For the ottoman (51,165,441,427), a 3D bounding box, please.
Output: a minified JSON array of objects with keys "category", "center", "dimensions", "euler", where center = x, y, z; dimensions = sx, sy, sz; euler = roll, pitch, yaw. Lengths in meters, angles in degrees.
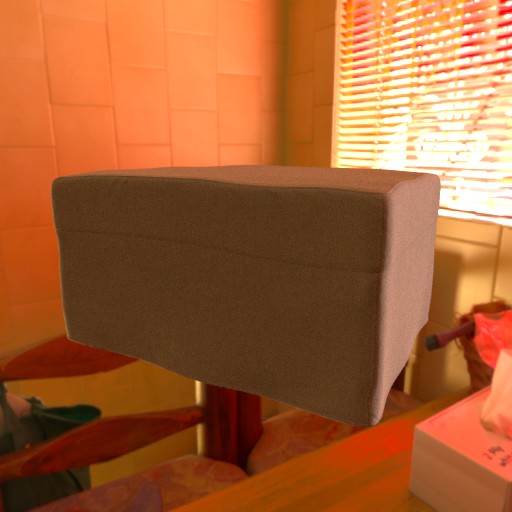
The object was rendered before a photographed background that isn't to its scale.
[{"category":"ottoman","center":[0.000,0.000,1.200],"dimensions":[0.833,0.461,0.648],"euler":[7,15,28]}]
